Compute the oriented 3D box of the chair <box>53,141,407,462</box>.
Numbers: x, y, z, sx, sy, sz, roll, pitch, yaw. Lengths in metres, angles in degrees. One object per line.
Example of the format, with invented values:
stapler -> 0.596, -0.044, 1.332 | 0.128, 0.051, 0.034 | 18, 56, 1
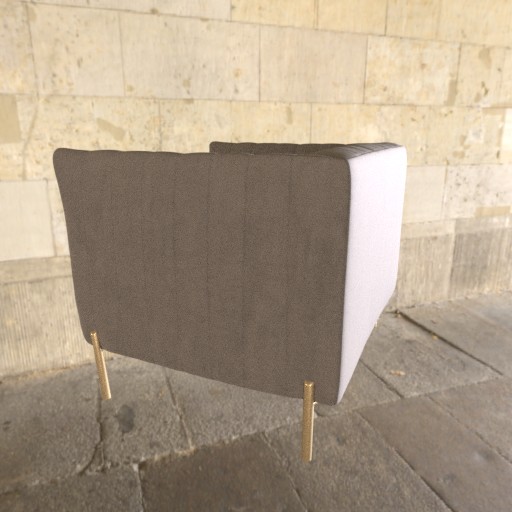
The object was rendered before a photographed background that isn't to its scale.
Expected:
chair -> 0.000, 0.000, 1.571 | 0.873, 0.779, 0.981 | 7, 17, 24
